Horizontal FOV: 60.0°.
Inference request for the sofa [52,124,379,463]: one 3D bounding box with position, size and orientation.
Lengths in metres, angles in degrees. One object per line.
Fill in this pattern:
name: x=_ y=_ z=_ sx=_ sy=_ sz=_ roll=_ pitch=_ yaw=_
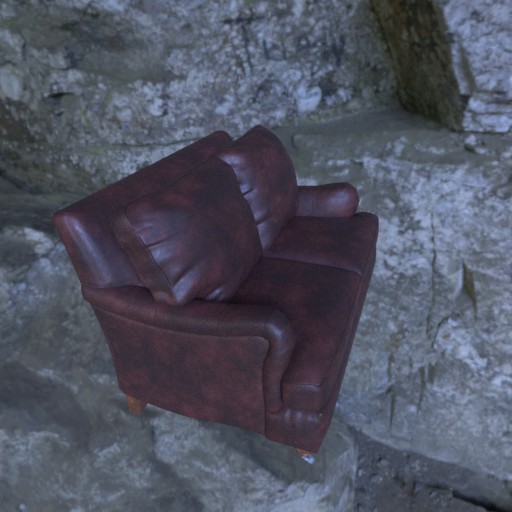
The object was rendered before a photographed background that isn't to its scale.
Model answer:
sofa: x=0.000 y=0.000 z=2.351 sx=1.148 sy=1.070 sz=1.628 roll=10 pitch=30 yaw=18
